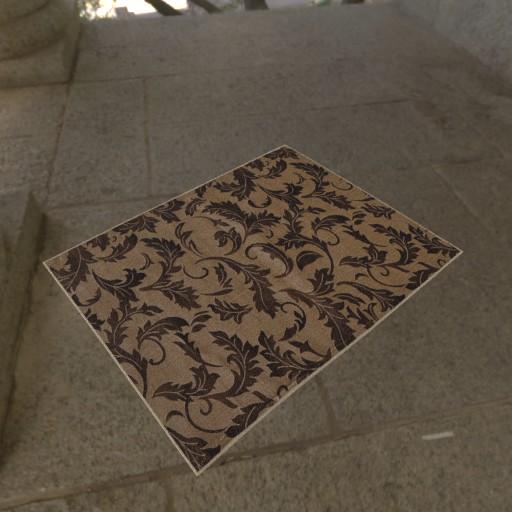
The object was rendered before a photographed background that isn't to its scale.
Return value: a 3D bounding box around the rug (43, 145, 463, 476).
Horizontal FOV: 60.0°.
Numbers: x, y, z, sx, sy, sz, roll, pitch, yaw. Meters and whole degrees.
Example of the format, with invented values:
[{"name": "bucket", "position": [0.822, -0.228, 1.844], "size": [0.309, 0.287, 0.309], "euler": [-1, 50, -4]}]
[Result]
[{"name": "rug", "position": [0.000, 0.000, 3.993], "size": [2.977, 0.008, 2.380], "euler": [-32, 54, -27]}]
